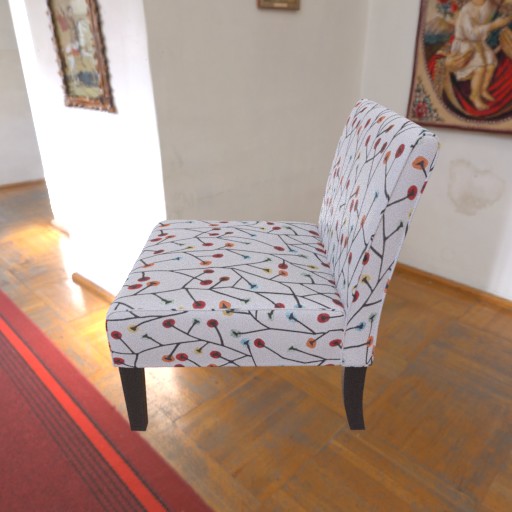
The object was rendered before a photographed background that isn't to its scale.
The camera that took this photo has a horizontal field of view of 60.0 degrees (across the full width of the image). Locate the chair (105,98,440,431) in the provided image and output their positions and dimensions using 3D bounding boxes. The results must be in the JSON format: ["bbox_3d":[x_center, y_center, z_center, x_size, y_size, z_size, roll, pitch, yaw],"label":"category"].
[{"bbox_3d":[0.000,0.000,1.297,0.732,0.813,0.597,0,26,0],"label":"chair"}]
